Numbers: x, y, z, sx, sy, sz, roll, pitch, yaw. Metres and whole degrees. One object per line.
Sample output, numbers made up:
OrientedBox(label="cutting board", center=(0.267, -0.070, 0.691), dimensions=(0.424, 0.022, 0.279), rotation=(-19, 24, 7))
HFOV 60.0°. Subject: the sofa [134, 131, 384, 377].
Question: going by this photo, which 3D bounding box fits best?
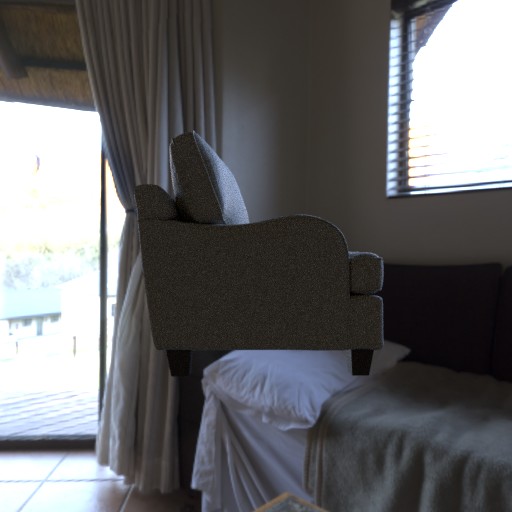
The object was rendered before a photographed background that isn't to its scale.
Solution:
OrientedBox(label="sofa", center=(0.000, 0.000, 2.897), dimensions=(1.016, 0.997, 2.323), rotation=(0, -1, -1))
